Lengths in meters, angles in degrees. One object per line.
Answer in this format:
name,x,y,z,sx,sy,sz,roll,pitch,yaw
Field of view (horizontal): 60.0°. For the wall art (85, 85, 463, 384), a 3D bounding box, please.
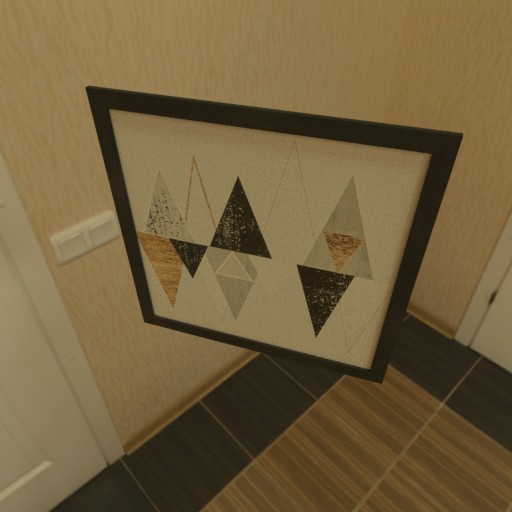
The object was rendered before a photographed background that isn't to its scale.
wall art,0.000,0.000,1.203,0.823,0.823,0.013,12,42,13
